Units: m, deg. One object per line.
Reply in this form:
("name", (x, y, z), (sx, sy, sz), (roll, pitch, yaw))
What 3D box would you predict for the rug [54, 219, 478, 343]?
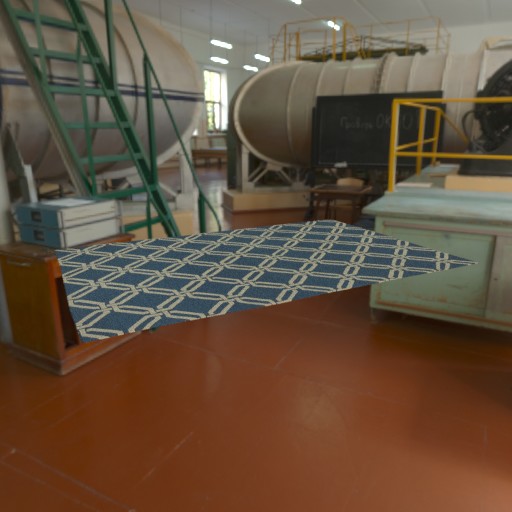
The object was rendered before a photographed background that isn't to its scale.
("rug", (0.000, 0.000, 2.169), (1.755, 0.010, 1.153), (-8, 18, -26))
